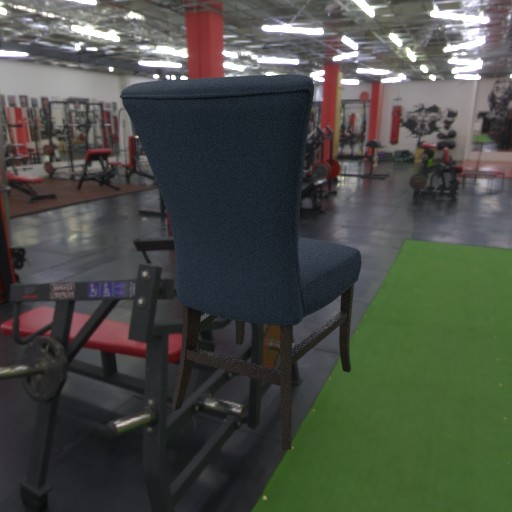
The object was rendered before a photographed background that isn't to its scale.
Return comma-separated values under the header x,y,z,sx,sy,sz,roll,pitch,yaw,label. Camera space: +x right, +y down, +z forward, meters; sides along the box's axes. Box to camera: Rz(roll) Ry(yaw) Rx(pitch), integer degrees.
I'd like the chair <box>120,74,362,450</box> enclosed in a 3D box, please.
x,y,z,sx,sy,sz,roll,pitch,yaw,label
0.000,0.000,1.380,0.520,0.991,0.660,8,19,26,chair
